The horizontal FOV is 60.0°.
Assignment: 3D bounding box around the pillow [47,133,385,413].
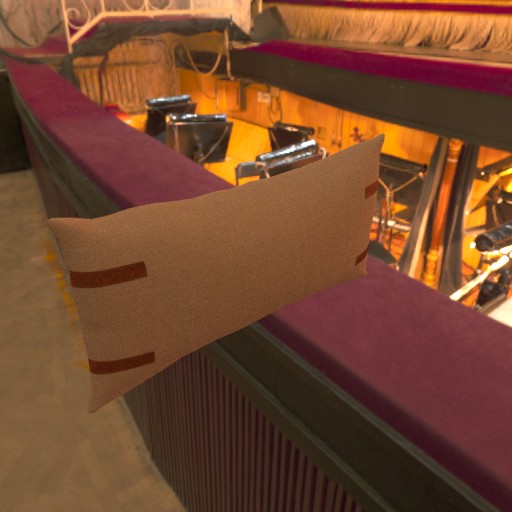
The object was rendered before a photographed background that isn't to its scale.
[{"bbox_3d":[0.000,0.000,0.727,0.612,0.308,0.148,-21,35,-33],"label":"pillow"}]
